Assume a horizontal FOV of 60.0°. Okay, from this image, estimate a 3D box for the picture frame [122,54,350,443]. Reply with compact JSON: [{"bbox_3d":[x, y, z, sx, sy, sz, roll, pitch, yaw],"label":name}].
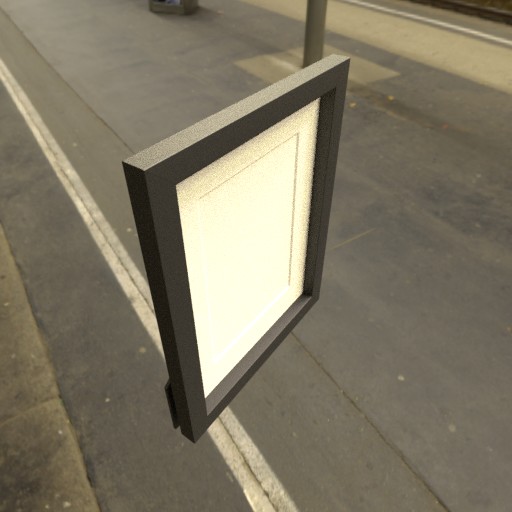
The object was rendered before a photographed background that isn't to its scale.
[{"bbox_3d":[0.000,0.000,0.527,0.036,0.383,0.307,25,47,27],"label":"picture frame"}]
